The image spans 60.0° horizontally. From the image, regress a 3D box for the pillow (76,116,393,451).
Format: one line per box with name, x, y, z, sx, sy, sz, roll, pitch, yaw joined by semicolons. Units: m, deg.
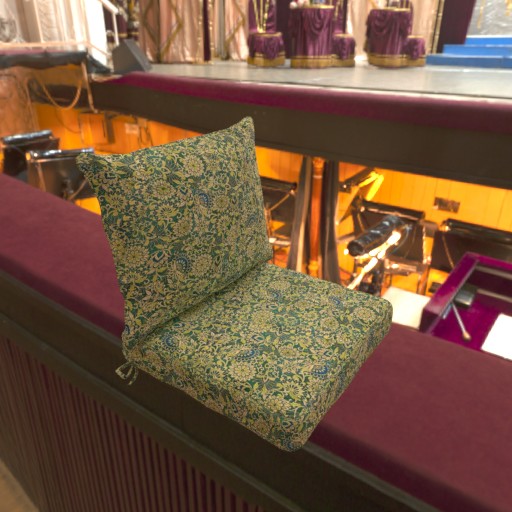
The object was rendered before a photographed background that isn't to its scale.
pillow;0.000;0.000;1.409;0.740;0.722;0.798;17;31;32
